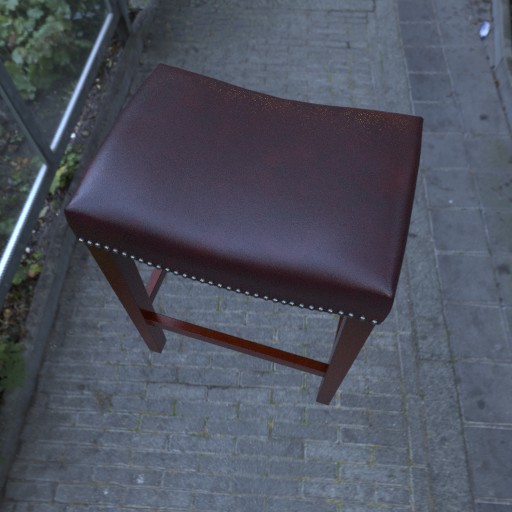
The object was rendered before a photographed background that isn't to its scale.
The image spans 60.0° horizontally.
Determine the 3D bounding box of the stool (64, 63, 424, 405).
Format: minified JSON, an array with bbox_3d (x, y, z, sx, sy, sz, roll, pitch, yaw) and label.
[{"bbox_3d":[0.000,0.000,0.963,0.504,0.657,0.372,15,61,9],"label":"stool"}]
